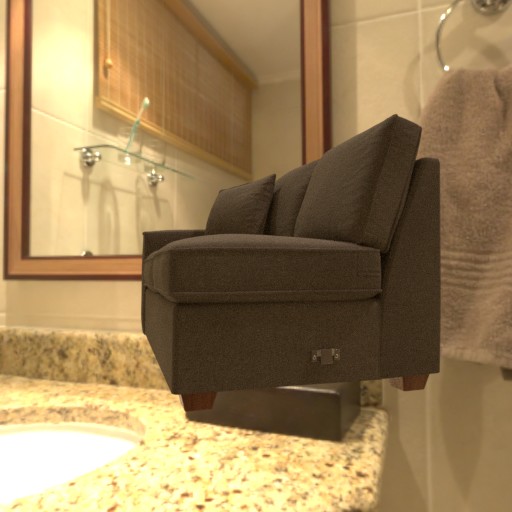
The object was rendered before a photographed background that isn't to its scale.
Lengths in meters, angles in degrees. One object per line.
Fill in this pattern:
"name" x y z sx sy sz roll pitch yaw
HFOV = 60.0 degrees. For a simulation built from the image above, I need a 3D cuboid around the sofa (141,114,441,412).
"sofa" 0.000 0.000 2.081 0.991 0.989 1.388 1 -2 -18
